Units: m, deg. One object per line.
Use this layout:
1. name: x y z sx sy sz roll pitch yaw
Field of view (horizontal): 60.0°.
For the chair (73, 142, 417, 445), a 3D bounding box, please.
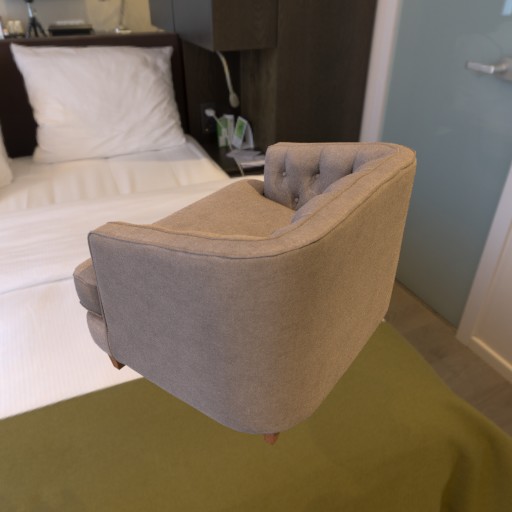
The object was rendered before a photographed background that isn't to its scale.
1. chair: 0.000 0.000 1.762 0.941 0.852 1.104 21 38 30
